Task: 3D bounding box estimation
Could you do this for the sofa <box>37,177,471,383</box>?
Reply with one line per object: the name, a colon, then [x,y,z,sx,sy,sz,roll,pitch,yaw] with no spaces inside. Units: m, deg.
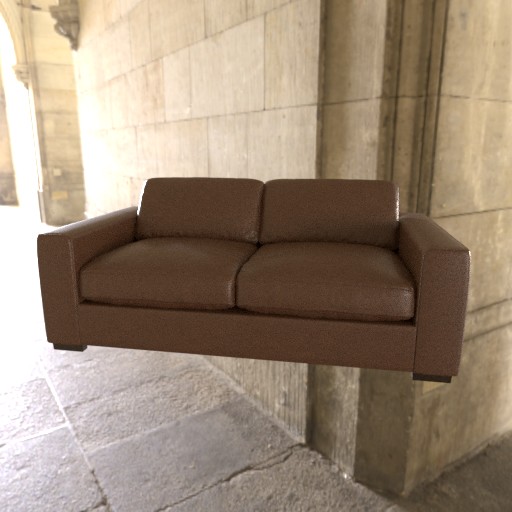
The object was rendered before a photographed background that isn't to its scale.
sofa: [0.000,0.000,2.414,1.920,0.800,1.070,2,14,10]
